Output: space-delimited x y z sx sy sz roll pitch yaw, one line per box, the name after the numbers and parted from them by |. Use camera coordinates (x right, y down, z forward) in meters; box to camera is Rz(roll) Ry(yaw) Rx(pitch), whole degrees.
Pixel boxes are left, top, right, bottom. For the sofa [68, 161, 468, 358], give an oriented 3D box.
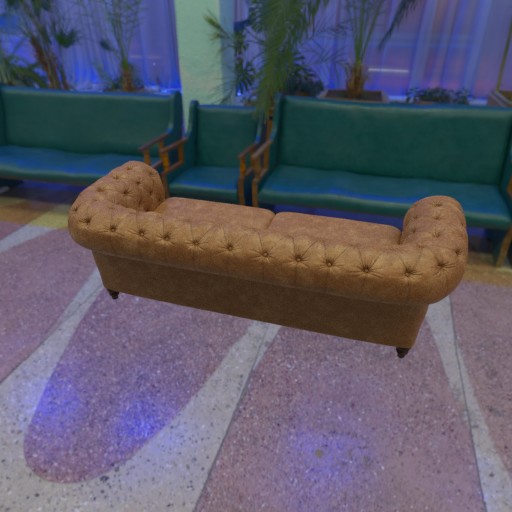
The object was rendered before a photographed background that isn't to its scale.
0.000 0.000 2.762 2.365 0.760 0.989 9 33 15 | sofa
